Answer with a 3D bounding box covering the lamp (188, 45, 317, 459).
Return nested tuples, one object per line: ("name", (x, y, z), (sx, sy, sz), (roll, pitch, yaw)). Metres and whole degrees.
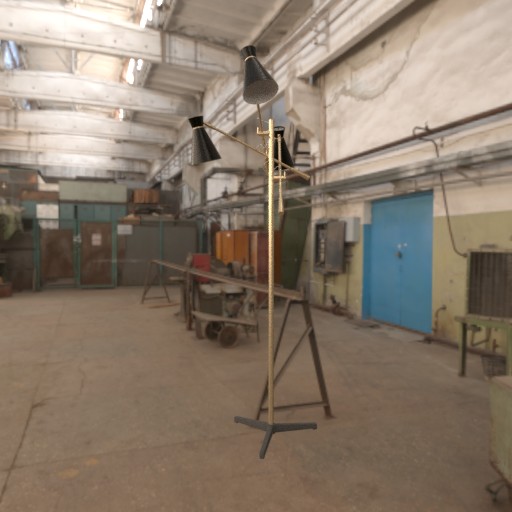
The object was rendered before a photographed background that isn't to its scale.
("lamp", (0.000, 0.000, 2.187), (0.653, 1.804, 0.750), (-1, 2, -18))
